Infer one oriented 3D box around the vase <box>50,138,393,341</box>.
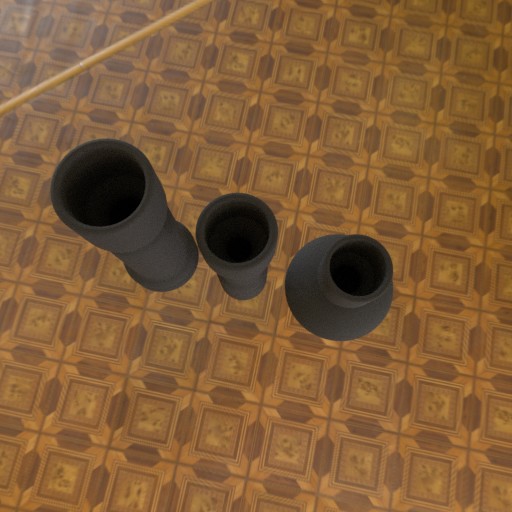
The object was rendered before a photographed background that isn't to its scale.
[{"bbox_3d":[0.000,0.000,0.430,0.307,0.249,0.120,11,76,3],"label":"vase"}]
